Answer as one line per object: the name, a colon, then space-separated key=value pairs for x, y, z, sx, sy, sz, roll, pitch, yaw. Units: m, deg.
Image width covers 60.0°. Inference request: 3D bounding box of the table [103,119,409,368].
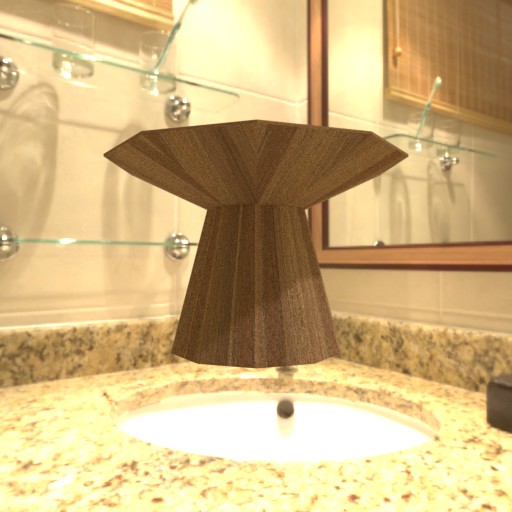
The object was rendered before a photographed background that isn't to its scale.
table: x=0.000 y=0.000 z=1.821 sx=1.186 sy=0.752 sz=1.186 roll=0 pitch=0 yaw=0
